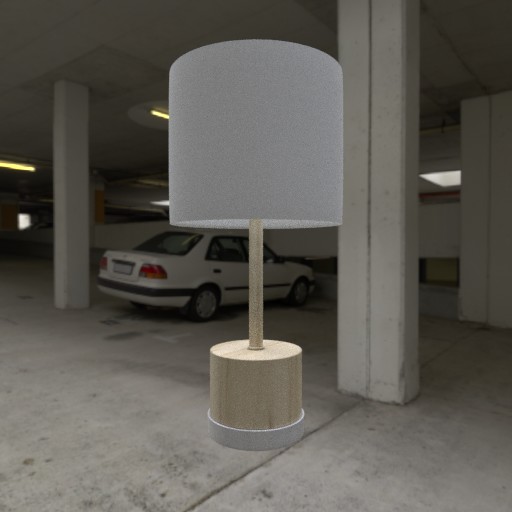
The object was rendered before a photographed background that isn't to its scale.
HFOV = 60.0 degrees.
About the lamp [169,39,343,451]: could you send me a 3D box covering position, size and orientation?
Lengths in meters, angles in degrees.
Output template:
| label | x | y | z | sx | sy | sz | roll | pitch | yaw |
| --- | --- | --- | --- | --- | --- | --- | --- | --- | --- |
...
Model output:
| label | x | y | z | sx | sy | sz | roll | pitch | yaw |
| --- | --- | --- | --- | --- | --- | --- | --- | --- | --- |
| lamp | 0.000 | 0.000 | 0.594 | 0.229 | 0.470 | 0.229 | 1 | 1 | 38 |
